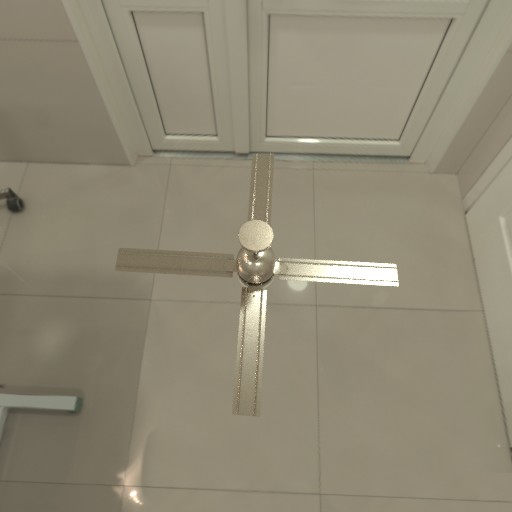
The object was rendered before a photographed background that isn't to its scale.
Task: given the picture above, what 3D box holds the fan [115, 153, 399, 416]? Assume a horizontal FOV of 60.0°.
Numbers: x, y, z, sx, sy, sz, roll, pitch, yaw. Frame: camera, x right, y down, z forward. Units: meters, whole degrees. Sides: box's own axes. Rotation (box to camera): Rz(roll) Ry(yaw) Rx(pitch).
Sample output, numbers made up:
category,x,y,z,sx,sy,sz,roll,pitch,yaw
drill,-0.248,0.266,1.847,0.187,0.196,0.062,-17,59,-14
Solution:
category,x,y,z,sx,sy,sz,roll,pitch,yaw
fan,0.000,0.000,2.007,1.346,0.406,1.346,2,65,1
